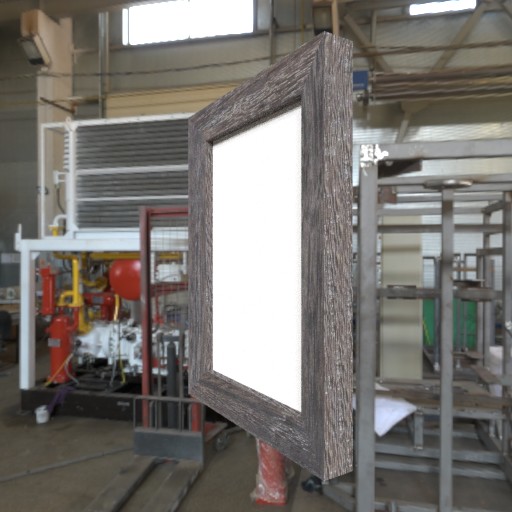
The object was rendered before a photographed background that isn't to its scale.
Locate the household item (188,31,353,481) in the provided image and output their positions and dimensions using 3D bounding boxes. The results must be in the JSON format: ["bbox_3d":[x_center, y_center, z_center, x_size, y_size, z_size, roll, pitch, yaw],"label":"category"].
[{"bbox_3d":[0.000,0.000,0.239,0.020,0.180,0.133,0,0,-32],"label":"household item"}]
